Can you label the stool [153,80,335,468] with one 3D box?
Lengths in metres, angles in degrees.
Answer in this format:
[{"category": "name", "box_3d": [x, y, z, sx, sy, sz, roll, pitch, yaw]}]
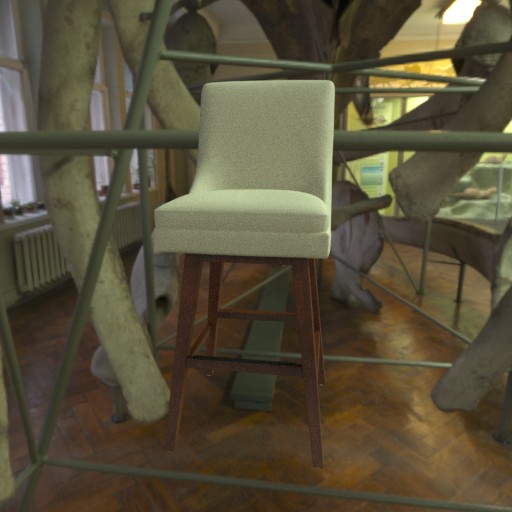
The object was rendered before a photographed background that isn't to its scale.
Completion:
[{"category": "stool", "box_3d": [0.000, 0.000, 1.397, 0.470, 1.097, 0.559, 2, 15, 9]}]
